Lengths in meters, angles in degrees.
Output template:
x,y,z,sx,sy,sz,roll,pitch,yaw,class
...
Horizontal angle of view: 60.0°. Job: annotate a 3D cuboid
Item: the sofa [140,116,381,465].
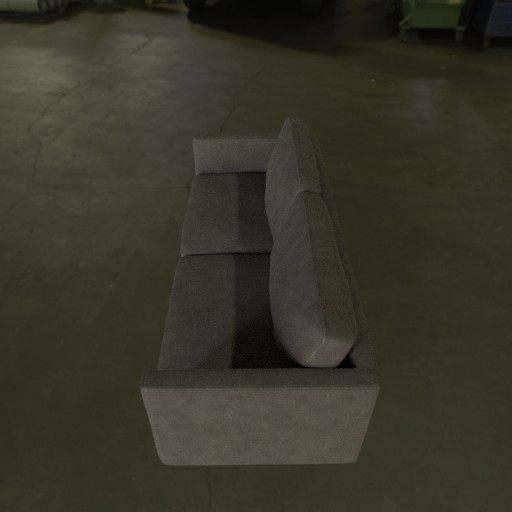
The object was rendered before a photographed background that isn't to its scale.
x,y,z,sx,sy,sz,roll,pitch,yaw,class
0.000,0.000,2.666,0.951,0.965,2.208,0,40,-1,sofa
